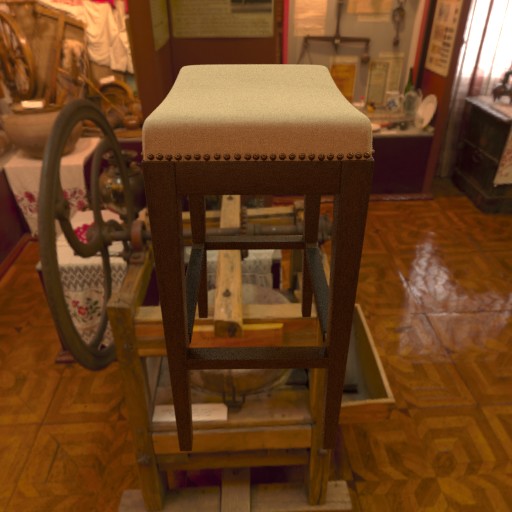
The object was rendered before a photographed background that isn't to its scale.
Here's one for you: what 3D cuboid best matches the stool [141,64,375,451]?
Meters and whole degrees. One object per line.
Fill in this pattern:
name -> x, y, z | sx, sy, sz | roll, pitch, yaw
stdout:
stool -> 0.000, 0.000, 1.030 | 0.358, 0.759, 0.498 | 0, 33, -1
